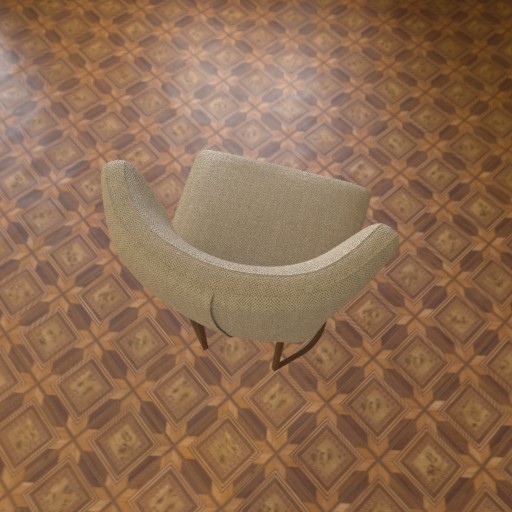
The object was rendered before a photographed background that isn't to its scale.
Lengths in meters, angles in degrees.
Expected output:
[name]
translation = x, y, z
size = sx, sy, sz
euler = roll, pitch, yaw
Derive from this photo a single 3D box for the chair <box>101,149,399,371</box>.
[chair]
translation = 0.000, 0.000, 1.245
size = 0.611, 0.824, 0.617
euler = 15, 65, 7
